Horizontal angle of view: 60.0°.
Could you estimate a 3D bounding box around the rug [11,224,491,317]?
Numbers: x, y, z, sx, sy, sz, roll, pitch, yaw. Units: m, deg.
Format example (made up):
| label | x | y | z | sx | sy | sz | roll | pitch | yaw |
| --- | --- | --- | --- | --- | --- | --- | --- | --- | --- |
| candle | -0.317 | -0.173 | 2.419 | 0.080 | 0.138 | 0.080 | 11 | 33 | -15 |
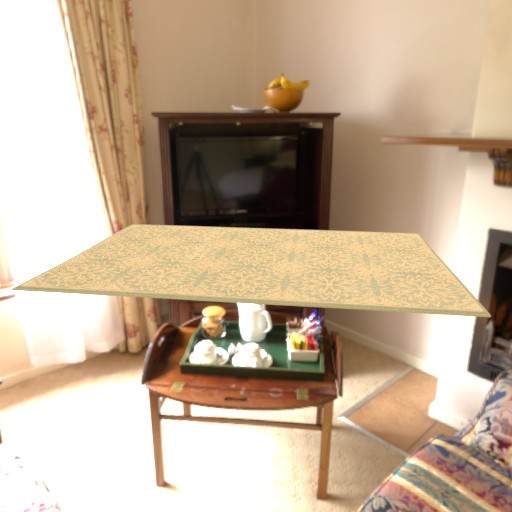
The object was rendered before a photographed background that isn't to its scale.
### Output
| label | x | y | z | sx | sy | sz | roll | pitch | yaw |
| --- | --- | --- | --- | --- | --- | --- | --- | --- | --- |
| rug | 0.000 | 0.000 | 3.365 | 2.746 | 0.018 | 1.819 | 2 | 17 | 8 |
